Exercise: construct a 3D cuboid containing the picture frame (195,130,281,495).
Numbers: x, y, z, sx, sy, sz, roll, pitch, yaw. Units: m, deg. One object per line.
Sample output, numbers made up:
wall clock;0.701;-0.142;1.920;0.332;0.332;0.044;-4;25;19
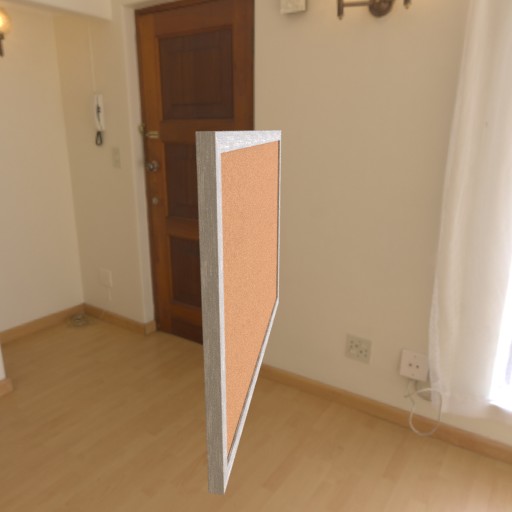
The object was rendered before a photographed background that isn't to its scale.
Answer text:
picture frame;0.000;0.000;1.177;0.029;0.640;0.950;2;16;8
